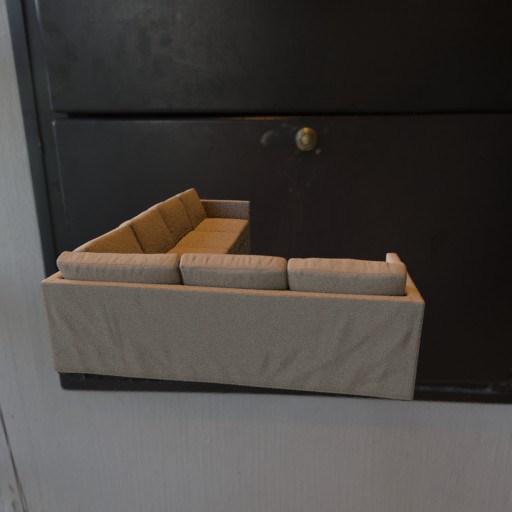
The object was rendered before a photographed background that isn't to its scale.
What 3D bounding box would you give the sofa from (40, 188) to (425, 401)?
[{"bbox_3d":[0.000,0.000,4.284,2.432,0.871,3.182,2,17,7],"label":"sofa"}]
